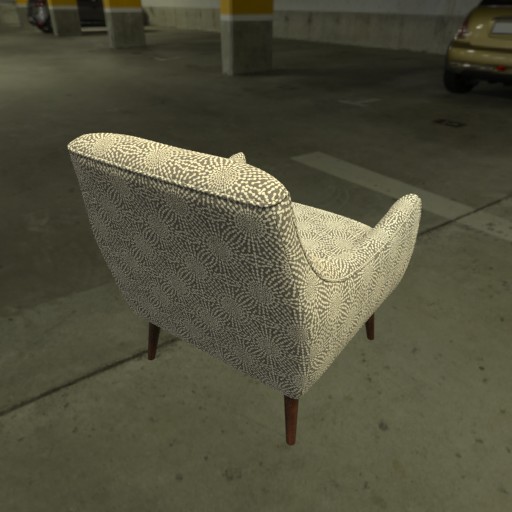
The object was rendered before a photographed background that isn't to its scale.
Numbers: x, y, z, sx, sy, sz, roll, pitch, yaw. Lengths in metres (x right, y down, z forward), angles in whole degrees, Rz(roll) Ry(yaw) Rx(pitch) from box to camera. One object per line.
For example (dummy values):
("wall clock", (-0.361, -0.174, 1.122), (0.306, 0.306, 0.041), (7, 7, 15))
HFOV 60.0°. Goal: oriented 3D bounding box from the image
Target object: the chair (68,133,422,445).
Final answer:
("chair", (0.000, 0.000, 1.392), (0.762, 0.838, 0.787), (20, 36, 31))
